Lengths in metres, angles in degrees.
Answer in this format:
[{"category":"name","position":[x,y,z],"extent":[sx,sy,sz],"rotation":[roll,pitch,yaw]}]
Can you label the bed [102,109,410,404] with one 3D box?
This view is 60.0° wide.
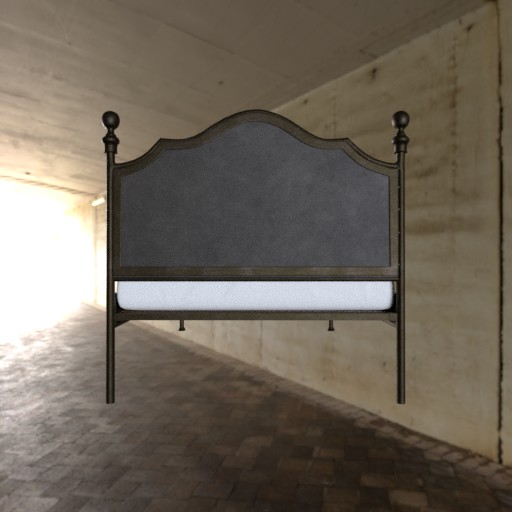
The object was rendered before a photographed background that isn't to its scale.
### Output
[{"category":"bed","position":[0.000,0.000,3.253],"extent":[1.533,1.462,2.170],"rotation":[0,0,0]}]
